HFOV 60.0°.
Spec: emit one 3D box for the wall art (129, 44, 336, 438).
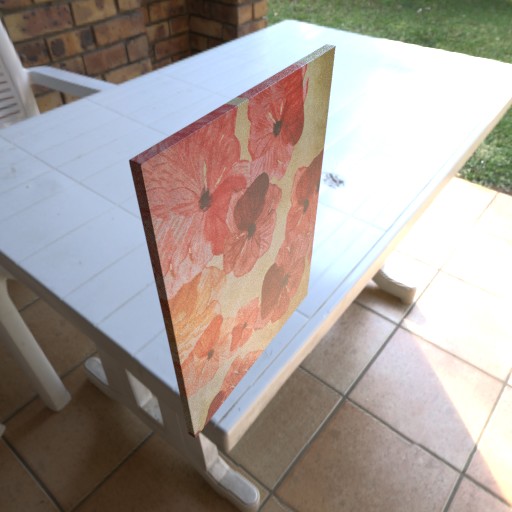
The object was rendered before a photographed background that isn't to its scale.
[{"bbox_3d":[0.000,0.000,1.343,0.031,1.015,0.762,24,47,24],"label":"wall art"}]
